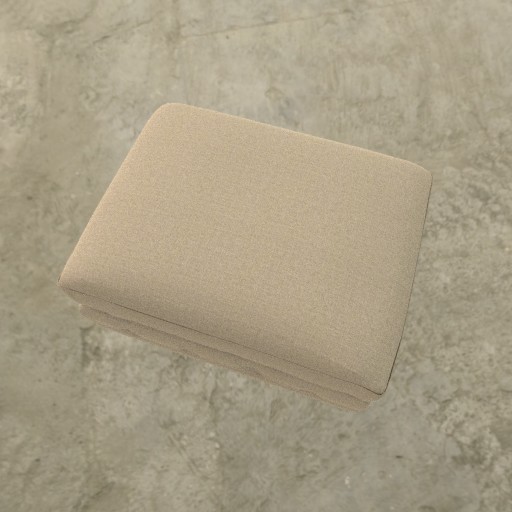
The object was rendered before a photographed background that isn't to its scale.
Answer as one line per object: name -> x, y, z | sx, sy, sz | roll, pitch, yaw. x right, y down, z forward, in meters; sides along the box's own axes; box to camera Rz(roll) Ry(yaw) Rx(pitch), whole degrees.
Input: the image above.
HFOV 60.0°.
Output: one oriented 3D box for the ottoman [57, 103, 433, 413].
ottoman -> 0.000, 0.000, 1.070 | 0.684, 0.463, 0.541 | 17, 65, 8
